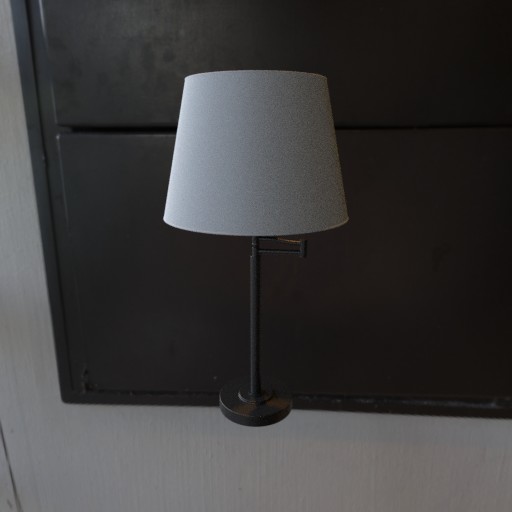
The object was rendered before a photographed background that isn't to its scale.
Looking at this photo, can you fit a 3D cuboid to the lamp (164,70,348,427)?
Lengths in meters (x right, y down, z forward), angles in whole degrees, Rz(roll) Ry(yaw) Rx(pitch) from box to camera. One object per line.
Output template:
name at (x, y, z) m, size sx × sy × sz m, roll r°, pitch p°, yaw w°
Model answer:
lamp at (0.000, 0.000, 0.910) m, size 0.363 × 0.696 × 0.363 m, roll 0°, pitch 15°, yaw 0°
